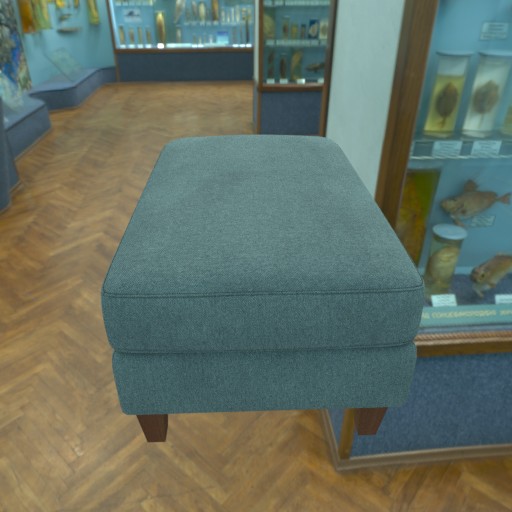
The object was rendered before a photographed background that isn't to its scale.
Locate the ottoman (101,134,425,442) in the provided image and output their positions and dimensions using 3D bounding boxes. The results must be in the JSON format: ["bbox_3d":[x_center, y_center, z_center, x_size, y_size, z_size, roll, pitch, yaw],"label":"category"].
[{"bbox_3d":[0.000,0.000,1.188,0.584,0.483,0.864,-1,31,-2],"label":"ottoman"}]
